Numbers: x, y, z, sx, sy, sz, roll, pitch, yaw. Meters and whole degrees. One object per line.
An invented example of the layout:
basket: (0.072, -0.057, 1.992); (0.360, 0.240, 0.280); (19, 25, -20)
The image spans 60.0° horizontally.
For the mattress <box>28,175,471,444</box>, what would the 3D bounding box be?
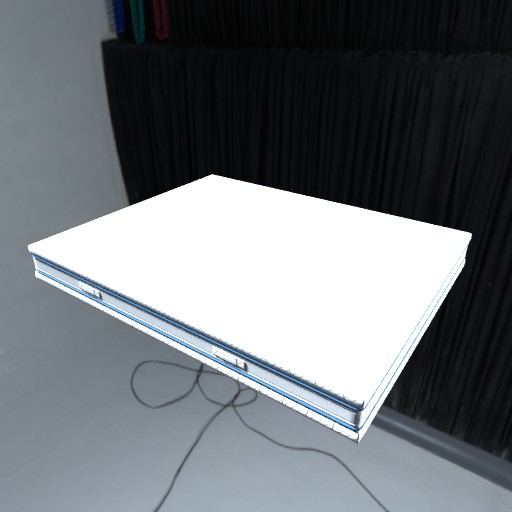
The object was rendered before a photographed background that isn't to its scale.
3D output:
mattress: (0.000, 0.000, 2.596); (2.000, 0.230, 1.600); (18, 33, 31)
